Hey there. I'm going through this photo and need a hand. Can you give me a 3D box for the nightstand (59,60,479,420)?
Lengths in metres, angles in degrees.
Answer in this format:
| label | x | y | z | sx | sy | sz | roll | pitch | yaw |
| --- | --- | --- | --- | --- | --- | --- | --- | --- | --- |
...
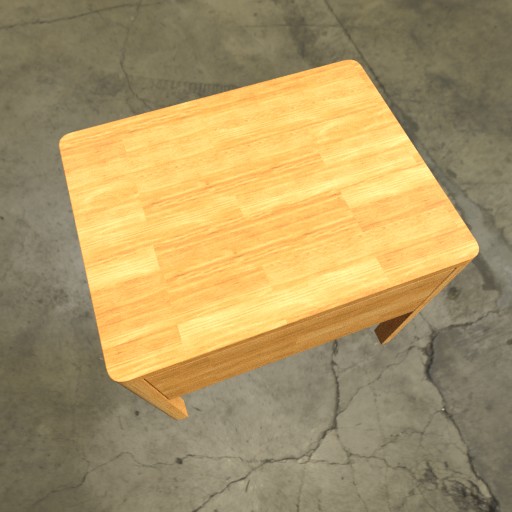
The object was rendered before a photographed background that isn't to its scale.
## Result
| label | x | y | z | sx | sy | sz | roll | pitch | yaw |
| --- | --- | --- | --- | --- | --- | --- | --- | --- | --- |
| nightstand | 0.000 | 0.000 | 0.915 | 0.560 | 0.470 | 0.440 | -18 | 65 | -9 |
